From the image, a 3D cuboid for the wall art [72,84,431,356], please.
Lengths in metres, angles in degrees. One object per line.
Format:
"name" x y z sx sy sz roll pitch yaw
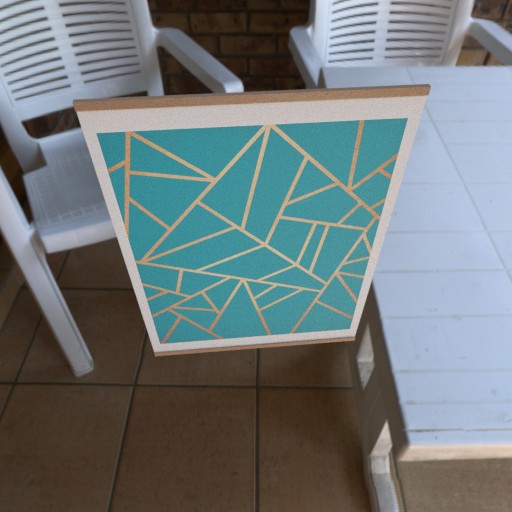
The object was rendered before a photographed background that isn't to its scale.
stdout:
"wall art" 0.000 0.000 1.312 0.758 1.016 0.013 -4 47 -4
